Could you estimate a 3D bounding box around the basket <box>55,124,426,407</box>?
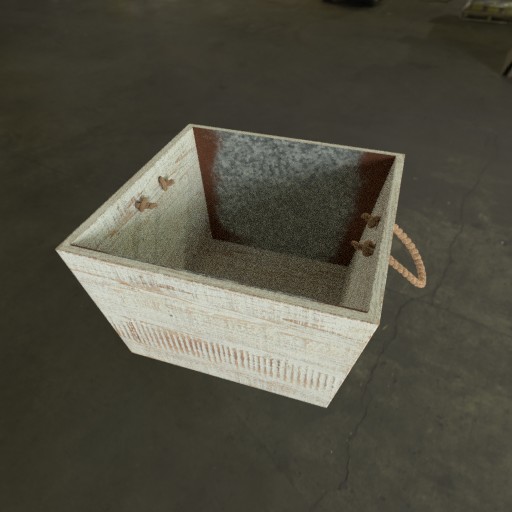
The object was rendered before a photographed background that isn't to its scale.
[{"bbox_3d":[0.000,0.000,0.754,0.545,0.247,0.413,12,41,14],"label":"basket"}]
